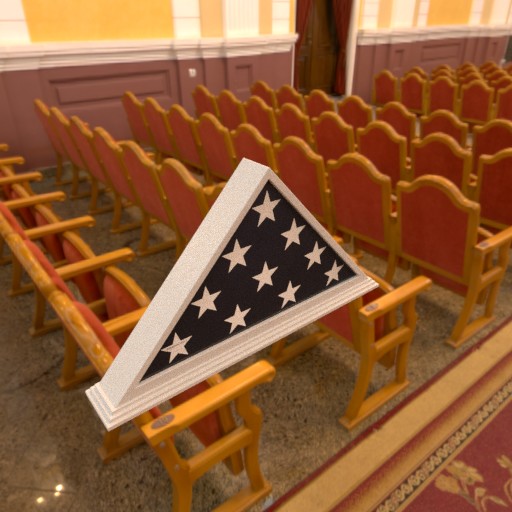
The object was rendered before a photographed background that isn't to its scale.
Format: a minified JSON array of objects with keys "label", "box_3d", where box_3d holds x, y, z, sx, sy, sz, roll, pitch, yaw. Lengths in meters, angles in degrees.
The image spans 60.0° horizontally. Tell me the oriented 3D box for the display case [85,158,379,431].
[{"label":"display case","box_3d":[0.000,0.000,0.788,0.640,0.340,0.095,-21,36,-33]}]
